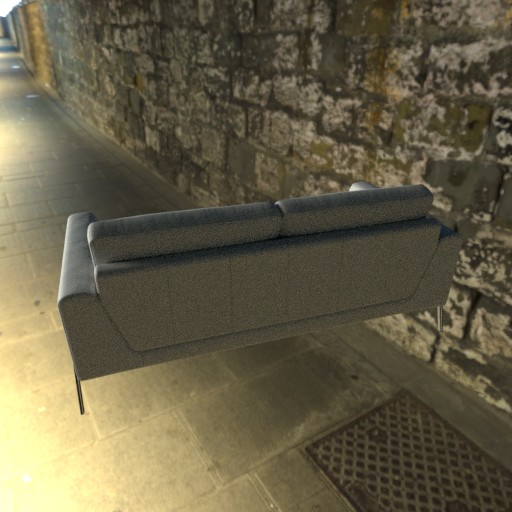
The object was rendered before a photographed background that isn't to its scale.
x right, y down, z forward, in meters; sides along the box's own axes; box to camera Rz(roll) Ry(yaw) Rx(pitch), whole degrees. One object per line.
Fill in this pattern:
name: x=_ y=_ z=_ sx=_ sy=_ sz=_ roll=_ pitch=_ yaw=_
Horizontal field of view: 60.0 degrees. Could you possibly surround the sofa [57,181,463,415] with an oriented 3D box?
sofa: x=0.000 y=0.000 z=2.524 sx=2.017 sy=0.875 sz=0.953 roll=-9 pitch=29 yaw=-16
